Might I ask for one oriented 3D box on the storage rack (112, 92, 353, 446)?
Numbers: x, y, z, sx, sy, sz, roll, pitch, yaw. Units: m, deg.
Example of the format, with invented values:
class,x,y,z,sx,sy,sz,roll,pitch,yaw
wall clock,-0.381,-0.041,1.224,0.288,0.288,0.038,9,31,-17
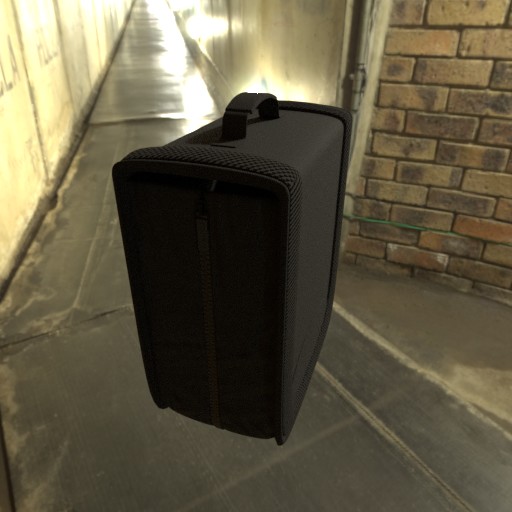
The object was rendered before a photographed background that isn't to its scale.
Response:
class,x,y,z,sx,sy,sz,roll,pitch,yaw
storage rack,0.000,0.000,0.556,0.168,0.387,0.297,10,31,18
